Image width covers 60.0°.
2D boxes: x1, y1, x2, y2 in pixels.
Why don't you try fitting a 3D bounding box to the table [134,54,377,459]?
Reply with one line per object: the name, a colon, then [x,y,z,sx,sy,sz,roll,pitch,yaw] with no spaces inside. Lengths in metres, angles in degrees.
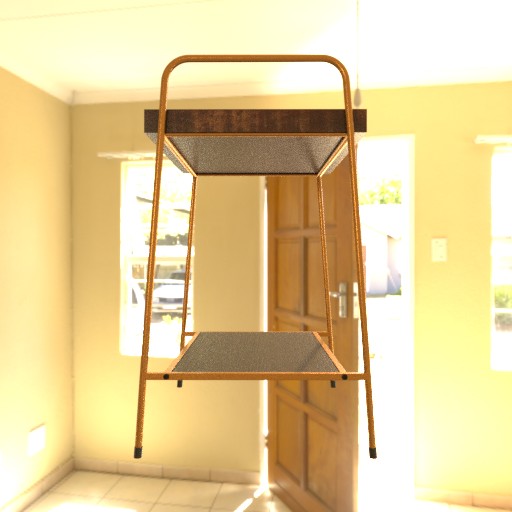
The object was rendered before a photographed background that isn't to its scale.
table: [0.000,0.000,0.989,0.430,0.710,0.430,0,0,0]
